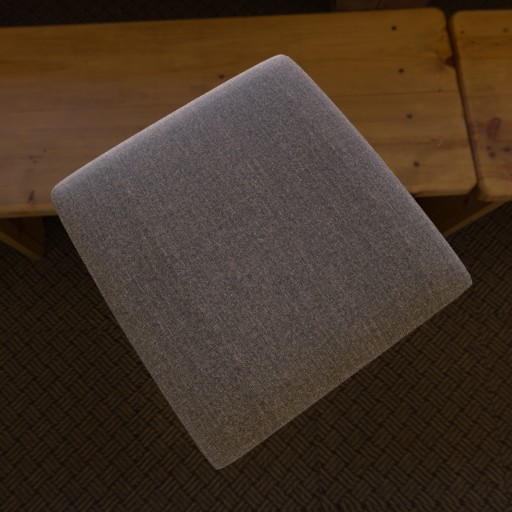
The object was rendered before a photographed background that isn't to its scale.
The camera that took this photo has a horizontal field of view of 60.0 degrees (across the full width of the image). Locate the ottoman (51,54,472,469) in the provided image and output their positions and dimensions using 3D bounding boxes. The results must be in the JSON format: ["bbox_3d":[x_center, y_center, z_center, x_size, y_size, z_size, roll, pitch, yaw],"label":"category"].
[{"bbox_3d":[0.000,0.000,1.048,0.648,0.399,0.655,-33,78,-8],"label":"ottoman"}]
